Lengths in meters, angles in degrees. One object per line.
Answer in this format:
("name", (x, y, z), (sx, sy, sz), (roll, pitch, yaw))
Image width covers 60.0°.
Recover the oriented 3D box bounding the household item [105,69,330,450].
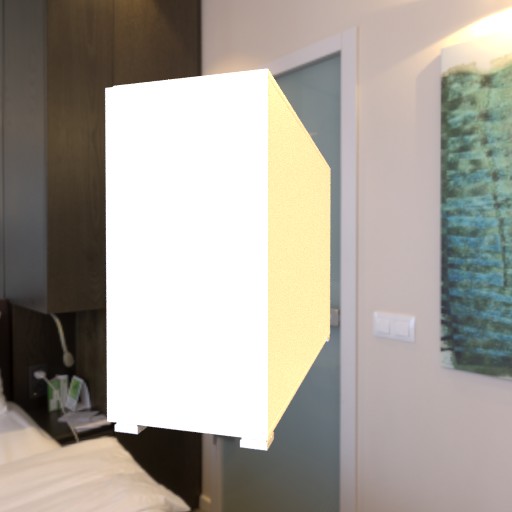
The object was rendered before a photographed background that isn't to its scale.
("household item", (0.000, 0.000, 1.688), (0.420, 0.867, 1.300), (0, 1, 16))
